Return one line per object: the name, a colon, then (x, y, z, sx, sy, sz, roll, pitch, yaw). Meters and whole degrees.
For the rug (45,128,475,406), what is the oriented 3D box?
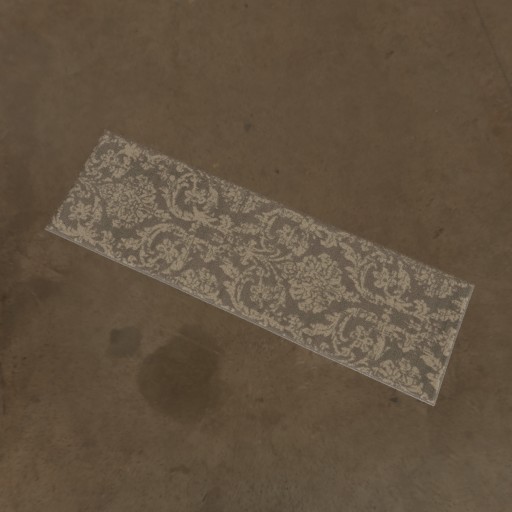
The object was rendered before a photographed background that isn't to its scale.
rug: (0.000, 0.000, 2.340, 2.196, 0.011, 0.662, 24, 77, 6)
